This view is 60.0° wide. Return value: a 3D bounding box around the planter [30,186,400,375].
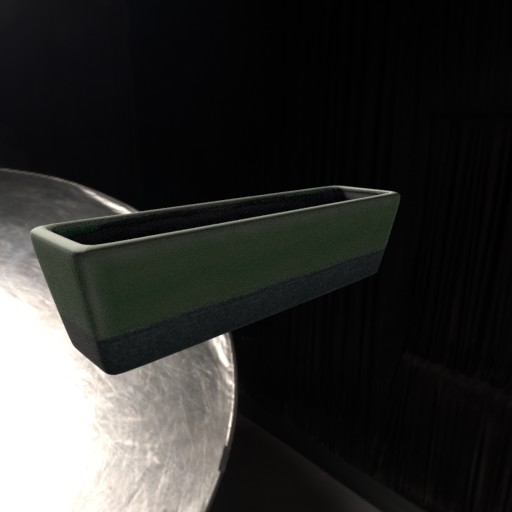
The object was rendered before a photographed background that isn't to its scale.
[{"bbox_3d":[0.000,0.000,0.313,0.275,0.072,0.072,-15,21,-42],"label":"planter"}]
